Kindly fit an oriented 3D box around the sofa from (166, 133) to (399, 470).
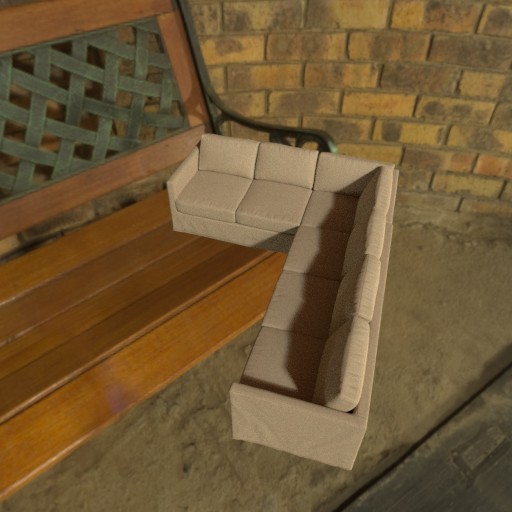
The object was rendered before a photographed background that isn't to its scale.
[{"bbox_3d":[0.000,0.000,4.313,2.432,0.871,3.182,12,44,12],"label":"sofa"}]
